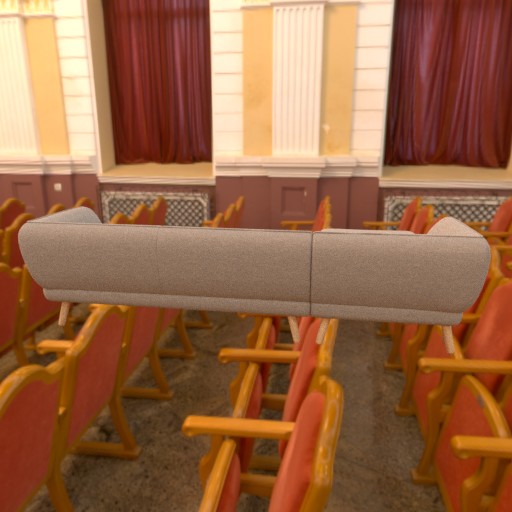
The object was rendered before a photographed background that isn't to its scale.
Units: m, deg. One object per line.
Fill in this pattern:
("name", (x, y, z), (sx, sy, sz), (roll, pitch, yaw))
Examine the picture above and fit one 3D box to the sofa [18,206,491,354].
("sofa", (0.000, 0.000, 3.209), (2.653, 0.693, 1.532), (2, 16, 9))
